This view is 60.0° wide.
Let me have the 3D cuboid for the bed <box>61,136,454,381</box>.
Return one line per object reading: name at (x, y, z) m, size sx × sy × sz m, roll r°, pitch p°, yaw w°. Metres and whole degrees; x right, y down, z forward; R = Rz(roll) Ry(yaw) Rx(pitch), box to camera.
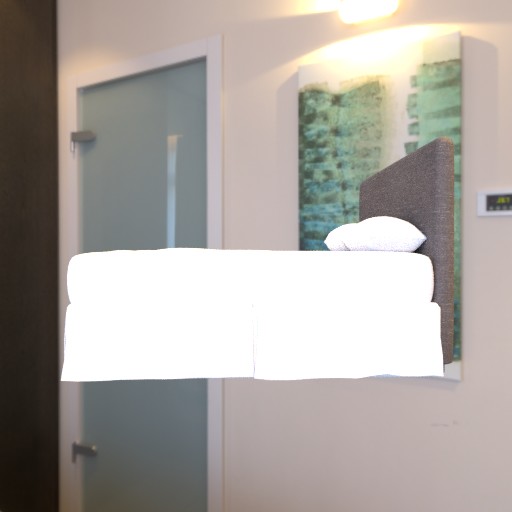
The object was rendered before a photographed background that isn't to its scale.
bed at (0.000, 0.000, 3.161) m, size 2.142 × 1.330 × 1.723 m, roll 0°, pitch 1°, yaw -1°
